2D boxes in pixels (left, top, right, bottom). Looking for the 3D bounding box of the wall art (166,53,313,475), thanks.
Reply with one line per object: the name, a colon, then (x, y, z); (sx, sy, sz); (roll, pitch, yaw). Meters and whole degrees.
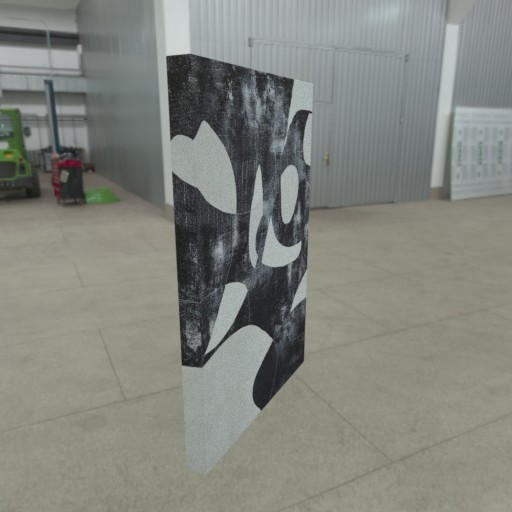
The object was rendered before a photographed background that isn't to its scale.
wall art: (0.000, 0.000, 0.794); (0.039, 0.610, 0.407); (8, 18, 27)
